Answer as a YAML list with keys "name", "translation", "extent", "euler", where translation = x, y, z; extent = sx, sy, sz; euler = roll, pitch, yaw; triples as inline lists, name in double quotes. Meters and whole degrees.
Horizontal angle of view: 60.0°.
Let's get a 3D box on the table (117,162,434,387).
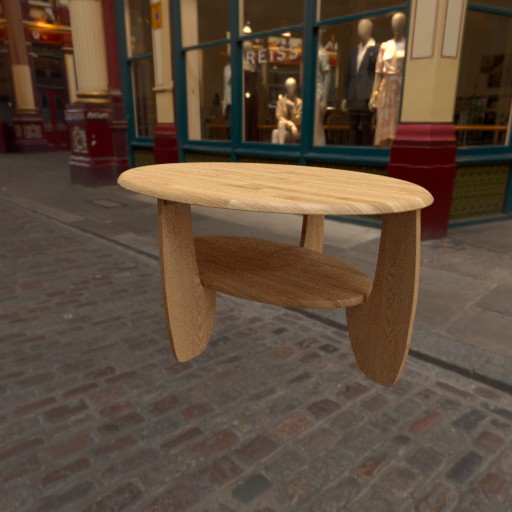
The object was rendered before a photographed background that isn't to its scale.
- name: "table"
  translation: [0.000, 0.000, 1.384]
  extent: [1.040, 0.490, 0.690]
  euler: [16, 24, 42]
